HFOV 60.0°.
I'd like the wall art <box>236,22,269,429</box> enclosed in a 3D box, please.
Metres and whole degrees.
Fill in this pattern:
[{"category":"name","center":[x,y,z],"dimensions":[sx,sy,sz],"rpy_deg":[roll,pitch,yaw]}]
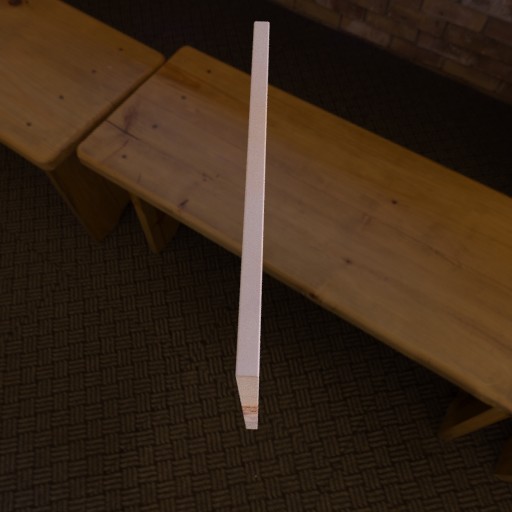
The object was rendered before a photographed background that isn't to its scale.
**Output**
[{"category":"wall art","center":[0.000,0.000,1.326],"dimensions":[0.038,0.889,0.889],"rpy_deg":[2,64,1]}]
